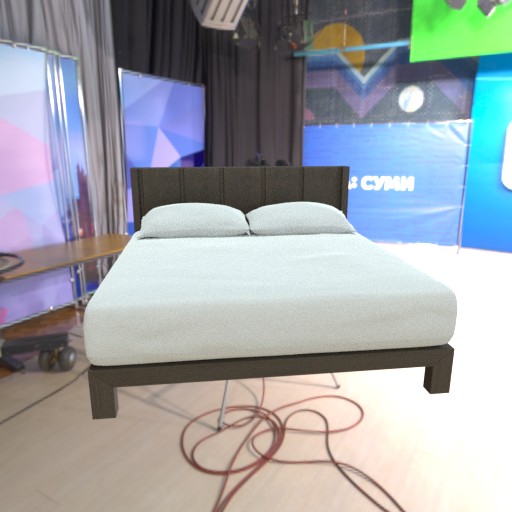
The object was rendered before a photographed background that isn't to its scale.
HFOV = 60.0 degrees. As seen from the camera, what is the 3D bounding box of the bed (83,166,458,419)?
[{"bbox_3d":[0.000,0.000,3.502,2.143,1.261,2.238,-2,15,-7],"label":"bed"}]
